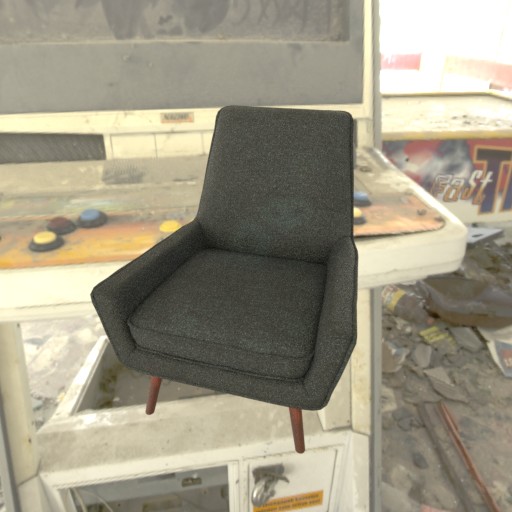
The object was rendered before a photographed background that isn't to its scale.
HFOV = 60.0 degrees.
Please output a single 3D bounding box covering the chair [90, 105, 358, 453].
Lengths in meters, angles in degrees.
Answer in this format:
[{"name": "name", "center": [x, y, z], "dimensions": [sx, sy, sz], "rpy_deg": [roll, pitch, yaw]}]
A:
[{"name": "chair", "center": [0.000, 0.000, 1.535], "dimensions": [0.763, 0.883, 0.859], "rpy_deg": [8, 28, 15]}]
